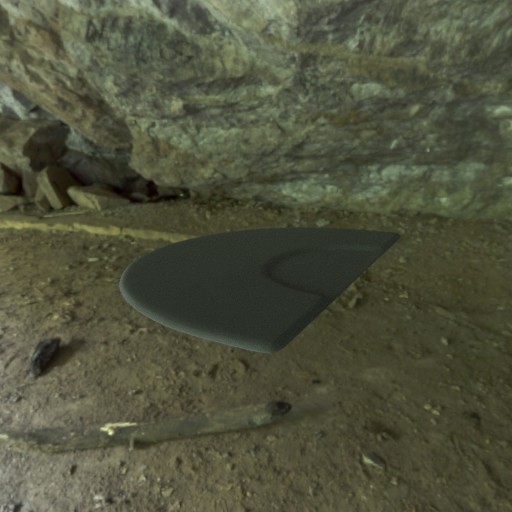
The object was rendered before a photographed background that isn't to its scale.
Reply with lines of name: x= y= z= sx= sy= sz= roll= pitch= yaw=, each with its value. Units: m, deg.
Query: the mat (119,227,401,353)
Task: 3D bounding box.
mat: x=0.000 y=0.000 z=1.860 sx=0.917 sy=0.022 sz=1.525 roll=8 pitch=16 yaw=27
